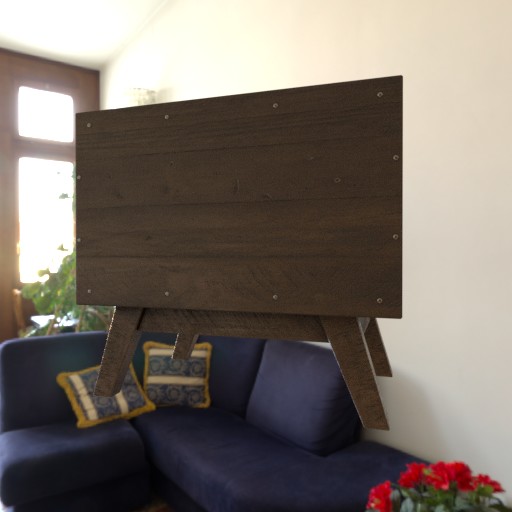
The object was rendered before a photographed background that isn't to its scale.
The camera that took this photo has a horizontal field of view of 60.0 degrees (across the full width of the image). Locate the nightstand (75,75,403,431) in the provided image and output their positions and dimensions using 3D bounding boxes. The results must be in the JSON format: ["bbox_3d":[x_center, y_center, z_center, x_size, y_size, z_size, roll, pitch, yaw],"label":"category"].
[{"bbox_3d":[0.000,0.000,1.041,0.650,0.599,0.450,0,0,18],"label":"nightstand"}]
